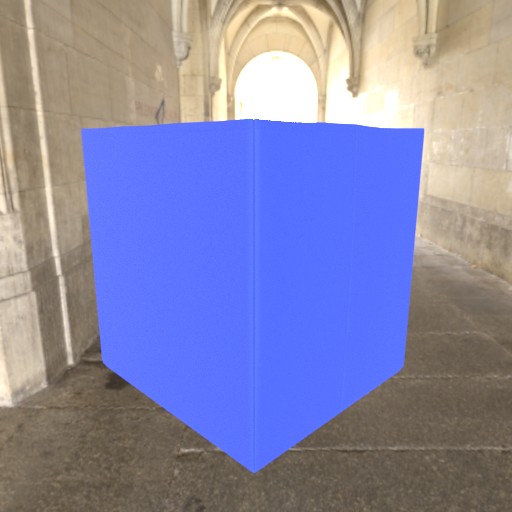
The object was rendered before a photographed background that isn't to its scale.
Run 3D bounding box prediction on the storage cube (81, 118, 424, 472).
[{"bbox_3d":[0.000,0.000,0.507,0.270,0.280,0.270,-13,19,-43],"label":"storage cube"}]
